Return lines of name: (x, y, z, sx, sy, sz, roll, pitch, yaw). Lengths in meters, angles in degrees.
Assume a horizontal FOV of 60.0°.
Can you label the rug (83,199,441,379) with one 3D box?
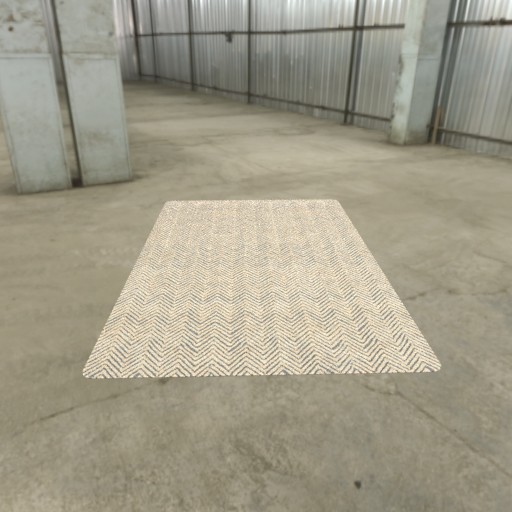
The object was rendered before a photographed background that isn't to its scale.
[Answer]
rug: (0.000, 0.000, 2.177, 1.144, 0.008, 1.752, -1, 25, -2)
